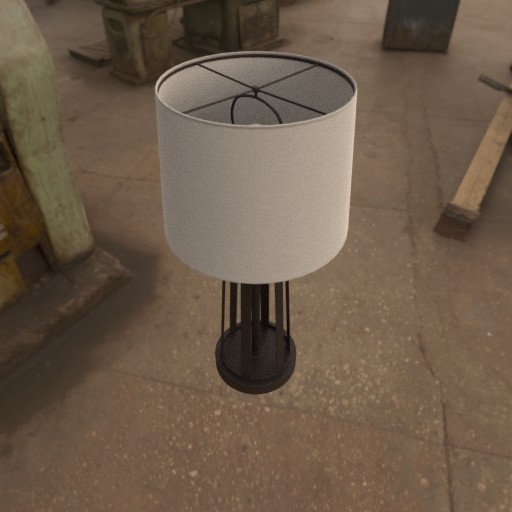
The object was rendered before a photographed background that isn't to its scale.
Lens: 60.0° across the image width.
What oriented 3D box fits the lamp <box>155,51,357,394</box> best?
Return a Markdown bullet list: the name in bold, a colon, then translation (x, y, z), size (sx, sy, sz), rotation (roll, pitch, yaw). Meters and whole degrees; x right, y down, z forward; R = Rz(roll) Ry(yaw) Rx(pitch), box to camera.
- **lamp**: translation (0.000, 0.000, 0.656), size (0.251, 0.509, 0.251), rotation (0, 41, 0)
